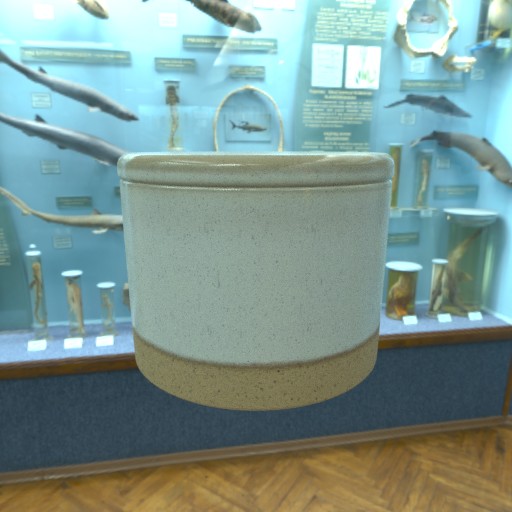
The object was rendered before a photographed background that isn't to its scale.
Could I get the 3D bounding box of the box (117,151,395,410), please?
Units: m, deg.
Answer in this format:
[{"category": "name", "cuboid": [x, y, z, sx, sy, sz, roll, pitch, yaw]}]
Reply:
[{"category": "box", "cuboid": [0.000, 0.000, 0.269, 0.154, 0.123, 0.154, 0, 14, 0]}]
